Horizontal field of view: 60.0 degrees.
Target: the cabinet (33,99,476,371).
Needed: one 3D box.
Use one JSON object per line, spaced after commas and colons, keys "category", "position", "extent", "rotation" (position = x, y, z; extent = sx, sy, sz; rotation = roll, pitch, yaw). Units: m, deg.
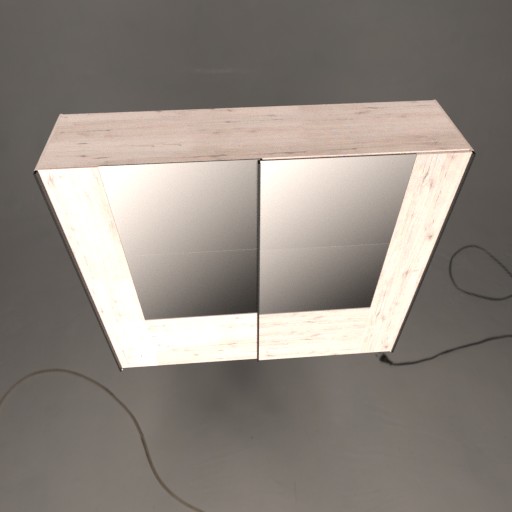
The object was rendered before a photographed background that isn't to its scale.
{"category": "cabinet", "position": [0.000, 0.000, 3.501], "extent": [2.500, 2.180, 0.660], "rotation": [-3, 46, -3]}
